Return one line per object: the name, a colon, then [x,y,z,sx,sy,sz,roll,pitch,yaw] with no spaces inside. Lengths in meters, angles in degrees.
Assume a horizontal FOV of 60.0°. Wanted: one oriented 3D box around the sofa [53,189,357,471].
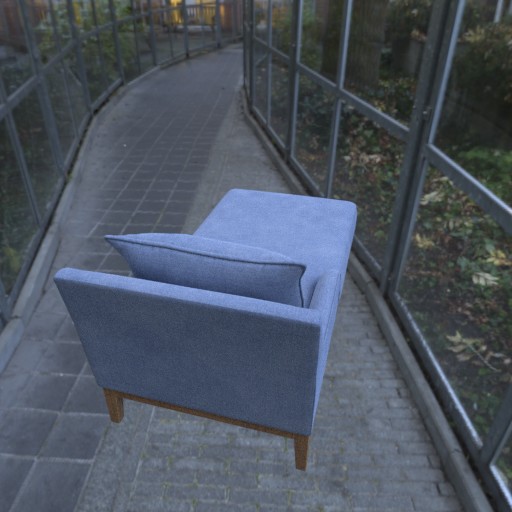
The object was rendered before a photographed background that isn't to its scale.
sofa: [0.000,0.000,2.258,0.904,0.883,1.779,8,32,13]
